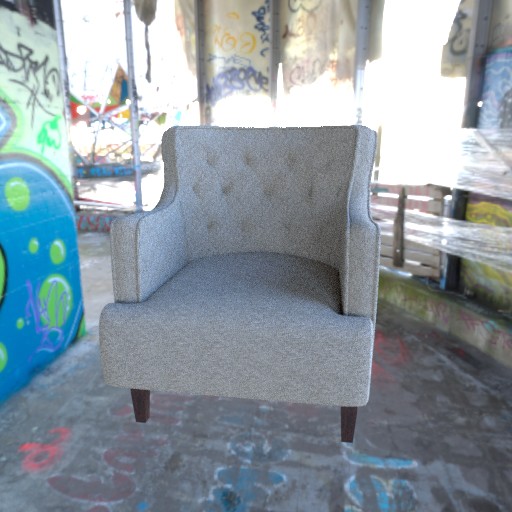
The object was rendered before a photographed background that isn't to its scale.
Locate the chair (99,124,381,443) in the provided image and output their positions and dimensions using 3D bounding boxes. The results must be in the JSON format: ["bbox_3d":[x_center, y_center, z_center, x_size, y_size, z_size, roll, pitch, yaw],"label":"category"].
[{"bbox_3d":[0.000,0.000,1.614,0.820,0.920,0.910,2,15,8],"label":"chair"}]
